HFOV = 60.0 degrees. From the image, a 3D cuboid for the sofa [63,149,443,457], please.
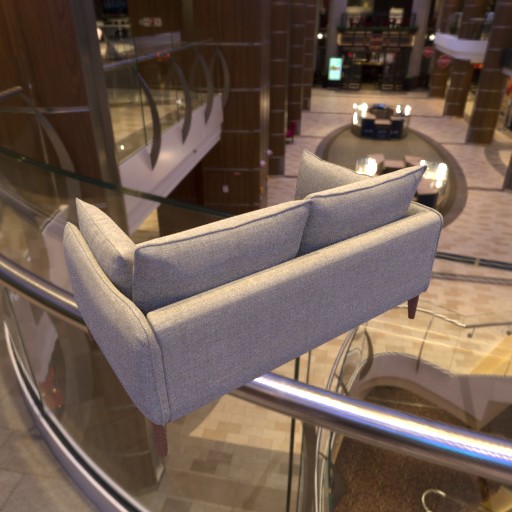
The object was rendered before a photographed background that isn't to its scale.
[{"bbox_3d":[0.000,0.000,2.128,1.580,0.851,0.972,-19,34,-30],"label":"sofa"}]
